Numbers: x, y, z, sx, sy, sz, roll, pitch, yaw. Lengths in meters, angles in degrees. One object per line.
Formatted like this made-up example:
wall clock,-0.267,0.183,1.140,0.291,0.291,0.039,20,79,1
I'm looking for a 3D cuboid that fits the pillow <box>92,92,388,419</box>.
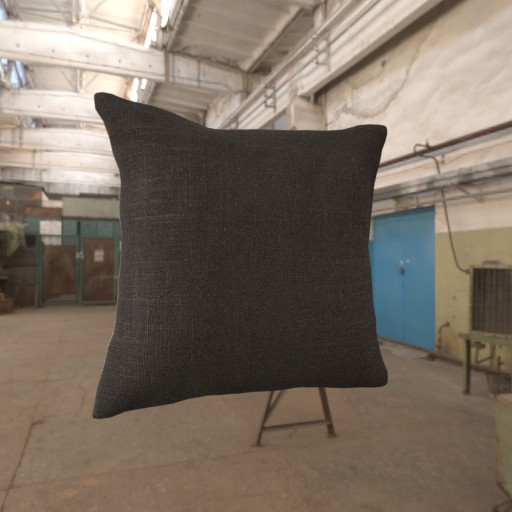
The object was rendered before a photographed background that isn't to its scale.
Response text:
pillow,0.000,0.000,0.674,0.468,0.444,0.138,0,0,-18
